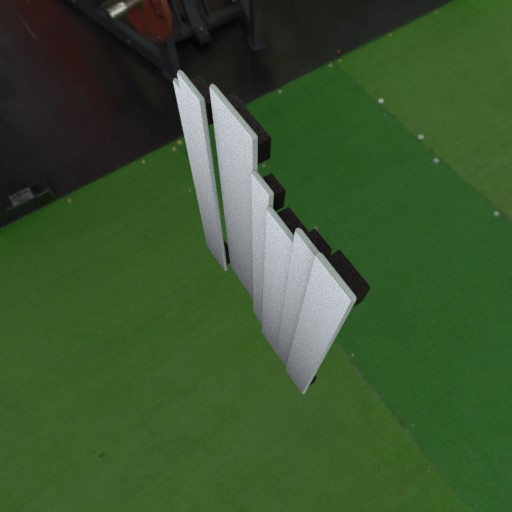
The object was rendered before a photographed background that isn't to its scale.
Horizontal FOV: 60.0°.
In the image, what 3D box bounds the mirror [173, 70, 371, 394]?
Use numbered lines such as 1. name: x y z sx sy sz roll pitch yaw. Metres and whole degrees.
1. mirror: 0.000 0.000 0.799 0.058 0.611 0.445 -30 67 -14
